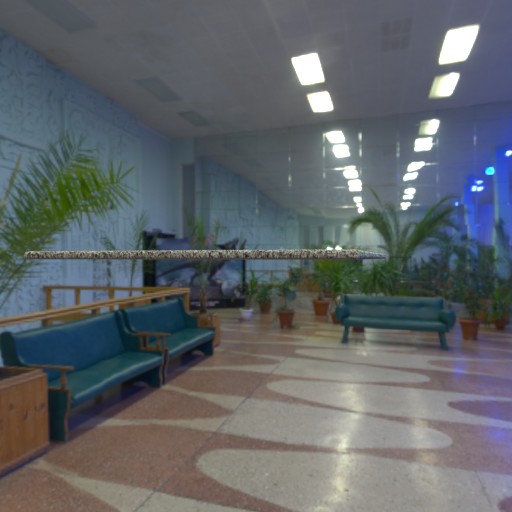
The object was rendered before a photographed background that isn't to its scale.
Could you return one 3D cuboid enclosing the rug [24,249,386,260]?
[{"bbox_3d":[0.000,0.000,2.280,1.219,0.030,1.778,0,0,19],"label":"rug"}]
